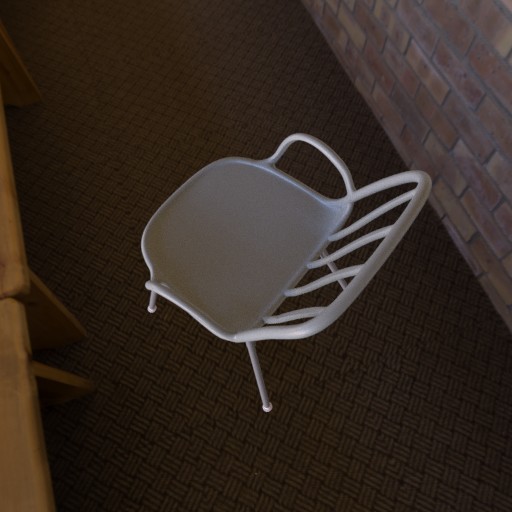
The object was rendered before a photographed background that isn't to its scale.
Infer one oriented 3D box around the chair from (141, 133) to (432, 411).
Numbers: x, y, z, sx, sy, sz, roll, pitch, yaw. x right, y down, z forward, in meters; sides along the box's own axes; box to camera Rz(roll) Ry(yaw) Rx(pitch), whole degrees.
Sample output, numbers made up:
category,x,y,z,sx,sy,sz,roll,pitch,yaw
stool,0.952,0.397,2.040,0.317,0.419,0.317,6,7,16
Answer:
category,x,y,z,sx,sy,sz,roll,pitch,yaw
chair,0.000,0.000,1.196,0.597,0.816,0.549,35,69,16
